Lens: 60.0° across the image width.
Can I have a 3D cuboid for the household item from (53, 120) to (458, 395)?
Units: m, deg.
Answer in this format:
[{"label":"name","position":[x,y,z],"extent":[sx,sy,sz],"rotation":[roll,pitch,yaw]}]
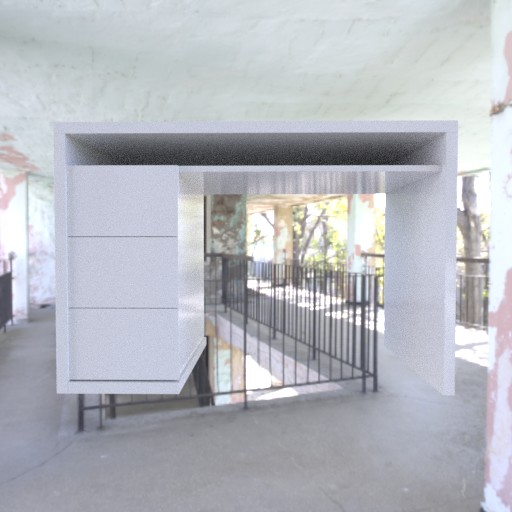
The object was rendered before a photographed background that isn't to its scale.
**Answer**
[{"label":"household item","position":[0.000,0.000,1.511],"extent":[1.100,0.749,0.597],"rotation":[0,2,1]}]
